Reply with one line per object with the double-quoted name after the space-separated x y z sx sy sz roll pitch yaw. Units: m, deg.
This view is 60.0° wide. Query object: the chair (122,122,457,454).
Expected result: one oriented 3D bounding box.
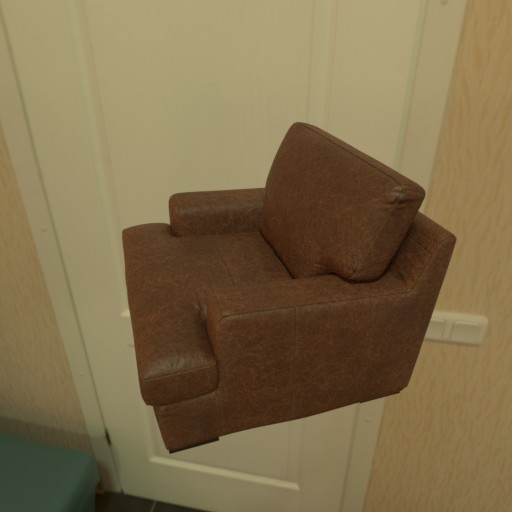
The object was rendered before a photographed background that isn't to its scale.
0.000 0.000 1.983 1.143 0.939 1.168 -9 31 -15 "chair"
